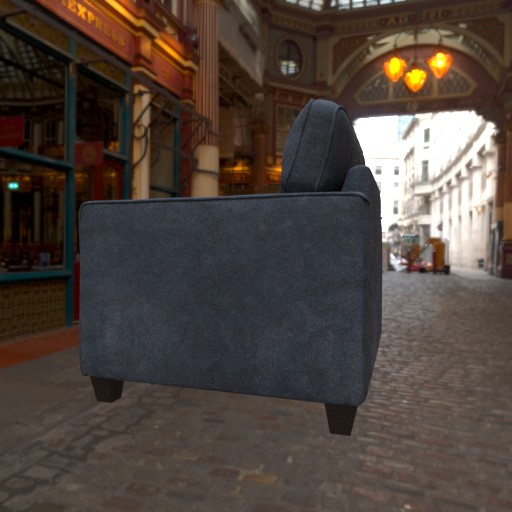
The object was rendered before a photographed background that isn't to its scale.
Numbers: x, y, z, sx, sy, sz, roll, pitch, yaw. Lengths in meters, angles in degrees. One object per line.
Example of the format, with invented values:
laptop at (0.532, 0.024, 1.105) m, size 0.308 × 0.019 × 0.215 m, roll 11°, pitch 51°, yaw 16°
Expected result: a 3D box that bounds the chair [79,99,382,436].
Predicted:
chair at (0.000, 0.000, 1.772) m, size 0.939 × 0.965 × 1.015 m, roll 0°, pitch 2°, yaw 18°
